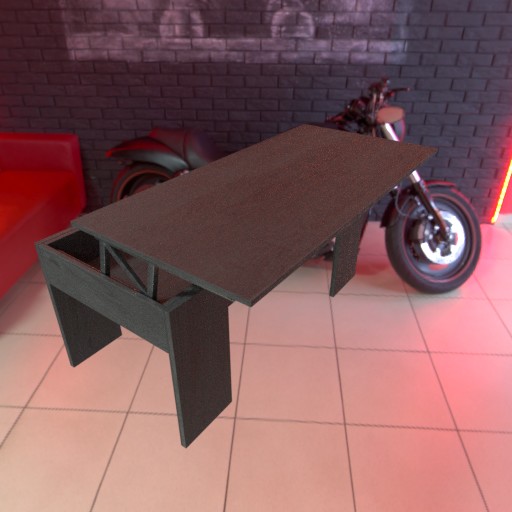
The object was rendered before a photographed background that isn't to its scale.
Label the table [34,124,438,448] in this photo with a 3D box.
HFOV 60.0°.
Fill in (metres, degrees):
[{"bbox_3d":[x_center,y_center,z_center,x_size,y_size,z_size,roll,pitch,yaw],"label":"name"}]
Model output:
[{"bbox_3d":[0.000,0.000,1.396,0.711,0.570,1.000,21,37,30],"label":"table"}]
